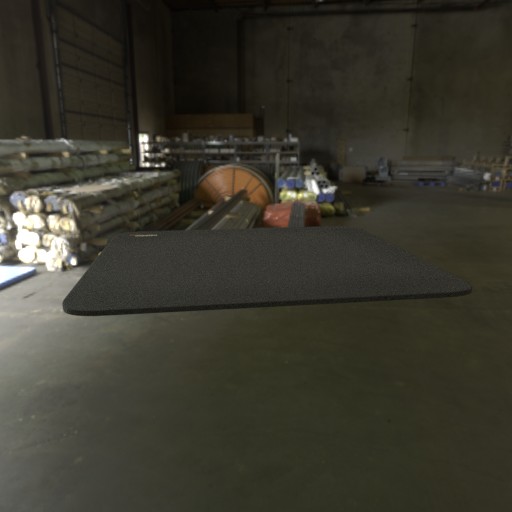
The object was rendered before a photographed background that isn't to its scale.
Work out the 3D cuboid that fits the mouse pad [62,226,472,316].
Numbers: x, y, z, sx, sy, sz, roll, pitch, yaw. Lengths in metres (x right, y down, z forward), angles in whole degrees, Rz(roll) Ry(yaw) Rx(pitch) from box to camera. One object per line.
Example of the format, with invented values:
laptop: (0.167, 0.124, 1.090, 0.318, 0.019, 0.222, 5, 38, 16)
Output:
mouse pad: (0.000, 0.000, 0.327, 0.229, 0.003, 0.203, -2, 14, -8)
